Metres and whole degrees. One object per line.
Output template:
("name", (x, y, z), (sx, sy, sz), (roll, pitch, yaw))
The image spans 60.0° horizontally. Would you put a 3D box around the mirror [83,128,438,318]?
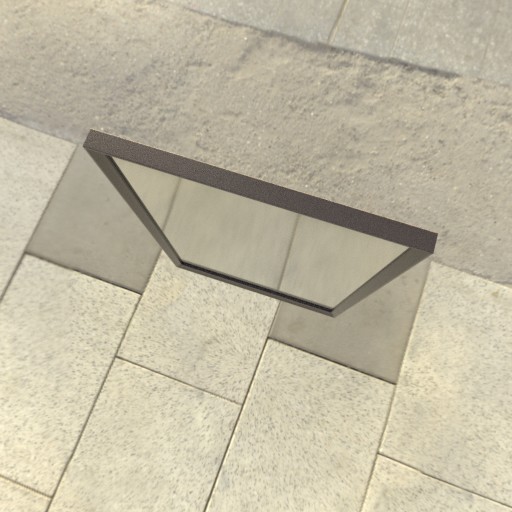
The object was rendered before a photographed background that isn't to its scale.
("mirror", (0.000, 0.000, 1.178), (0.609, 0.915, 0.041), (18, 76, 4))
